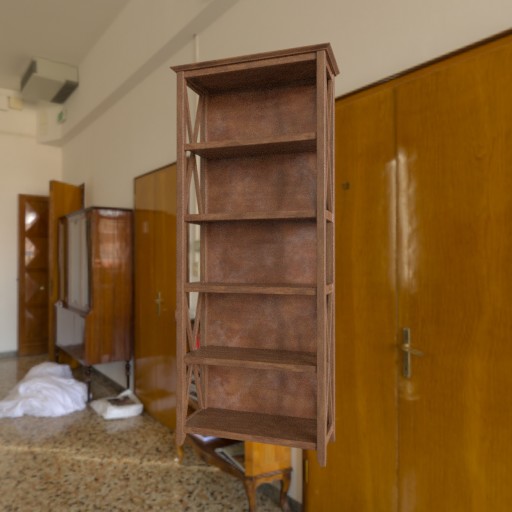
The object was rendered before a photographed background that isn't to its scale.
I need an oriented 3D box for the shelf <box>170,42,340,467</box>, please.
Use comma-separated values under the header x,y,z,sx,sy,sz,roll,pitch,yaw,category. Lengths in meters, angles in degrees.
x,y,z,sx,sy,sz,roll,pitch,yaw,category
0.000,0.000,2.256,0.805,1.905,0.335,0,0,18,shelf
